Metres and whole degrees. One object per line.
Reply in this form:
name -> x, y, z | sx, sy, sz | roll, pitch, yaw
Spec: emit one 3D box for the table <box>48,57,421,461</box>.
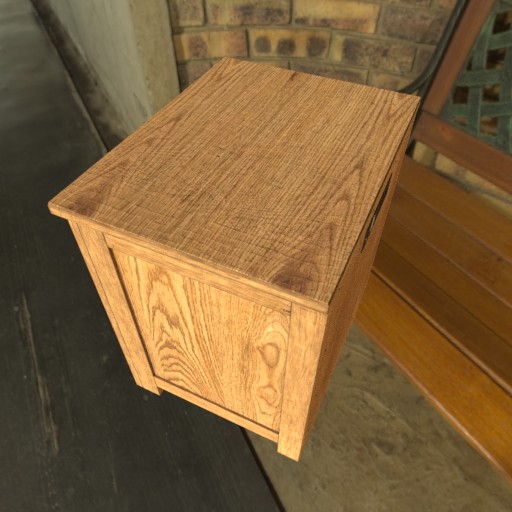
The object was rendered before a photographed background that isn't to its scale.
table -> 0.000, 0.000, 1.049 | 0.494, 0.625, 0.601 | 19, 50, 17
